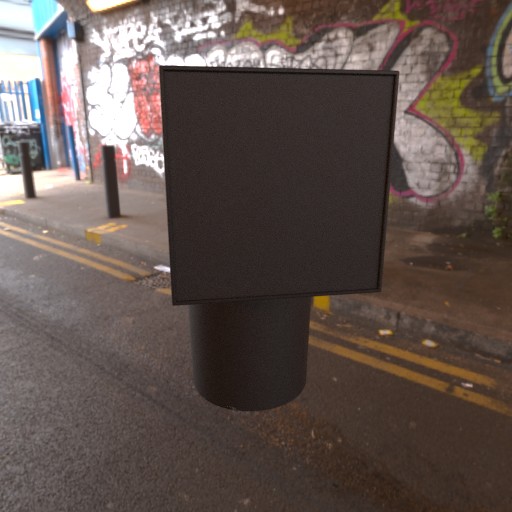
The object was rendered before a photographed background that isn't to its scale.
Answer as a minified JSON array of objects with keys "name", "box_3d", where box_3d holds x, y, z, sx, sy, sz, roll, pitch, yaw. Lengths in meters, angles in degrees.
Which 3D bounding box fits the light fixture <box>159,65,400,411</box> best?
[{"name":"light fixture","box_3d":[0.000,0.000,0.351,0.130,0.257,0.176,-3,16,-10]}]
